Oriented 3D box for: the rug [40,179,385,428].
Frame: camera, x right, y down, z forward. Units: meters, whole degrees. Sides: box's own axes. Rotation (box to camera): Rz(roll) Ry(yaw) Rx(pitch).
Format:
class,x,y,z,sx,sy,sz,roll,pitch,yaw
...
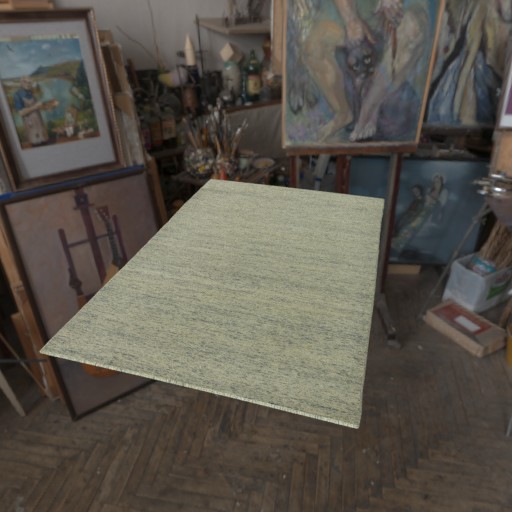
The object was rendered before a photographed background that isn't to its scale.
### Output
class,x,y,z,sx,sy,sz,roll,pitch,yaw
rug,0.000,0.000,2.337,1.243,0.014,1.846,9,33,14
